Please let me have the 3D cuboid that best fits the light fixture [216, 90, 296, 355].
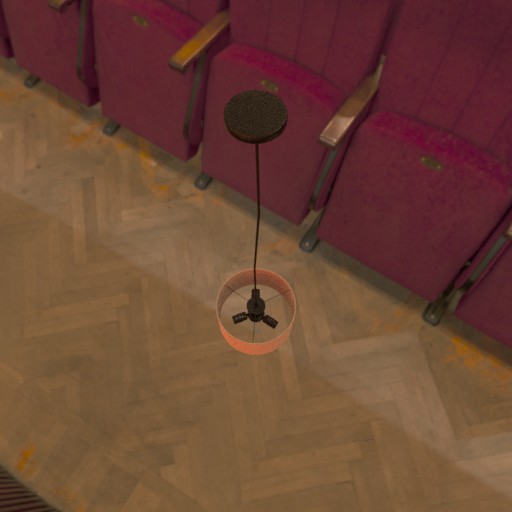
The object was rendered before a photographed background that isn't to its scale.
[{"bbox_3d":[0.000,0.000,1.719,0.399,1.516,0.399,0,64,0],"label":"light fixture"}]
